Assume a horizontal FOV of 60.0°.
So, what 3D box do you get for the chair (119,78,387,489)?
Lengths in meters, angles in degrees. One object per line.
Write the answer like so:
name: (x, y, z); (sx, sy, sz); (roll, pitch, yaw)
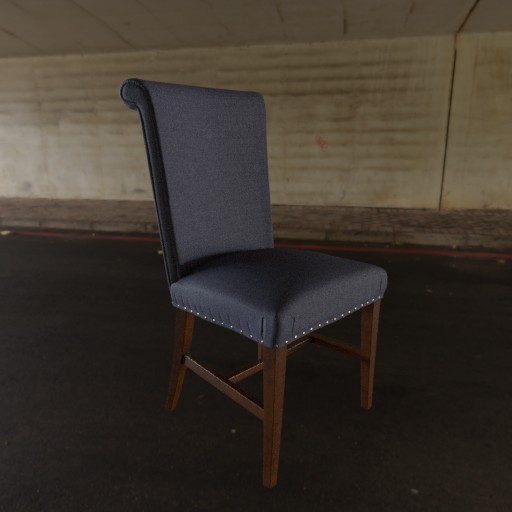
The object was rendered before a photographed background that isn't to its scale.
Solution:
chair: (0.000, 0.000, 1.316); (0.608, 0.988, 0.513); (14, 20, 42)
